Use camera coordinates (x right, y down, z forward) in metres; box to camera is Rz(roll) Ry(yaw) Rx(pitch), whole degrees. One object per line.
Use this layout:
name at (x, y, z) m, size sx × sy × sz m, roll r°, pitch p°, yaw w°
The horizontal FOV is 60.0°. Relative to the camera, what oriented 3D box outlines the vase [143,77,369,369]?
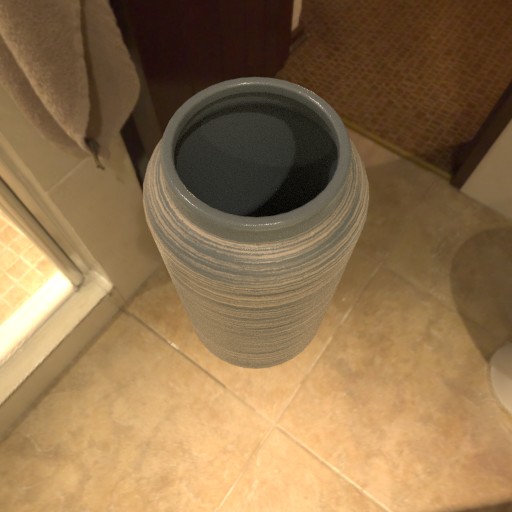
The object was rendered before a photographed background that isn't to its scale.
vase at (0.000, 0.000, 0.302) m, size 0.116 × 0.230 × 0.116 m, roll 0°, pitch 64°, yaw 0°
